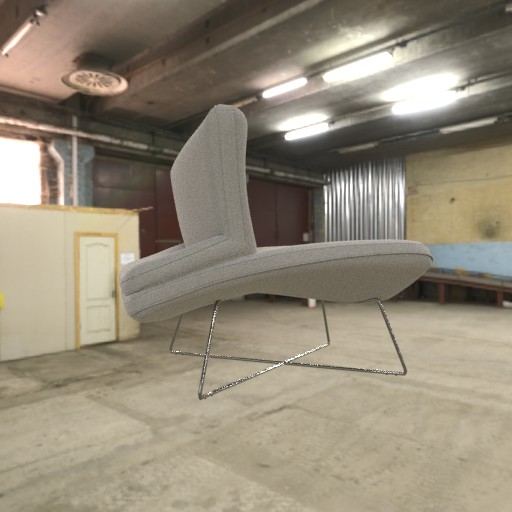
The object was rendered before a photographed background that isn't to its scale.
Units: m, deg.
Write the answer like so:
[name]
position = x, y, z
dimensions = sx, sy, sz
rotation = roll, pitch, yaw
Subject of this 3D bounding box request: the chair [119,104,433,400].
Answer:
[chair]
position = 0.000, 0.000, 1.708
dimensions = 1.008, 0.855, 0.859
rotation = 0, 0, -18
